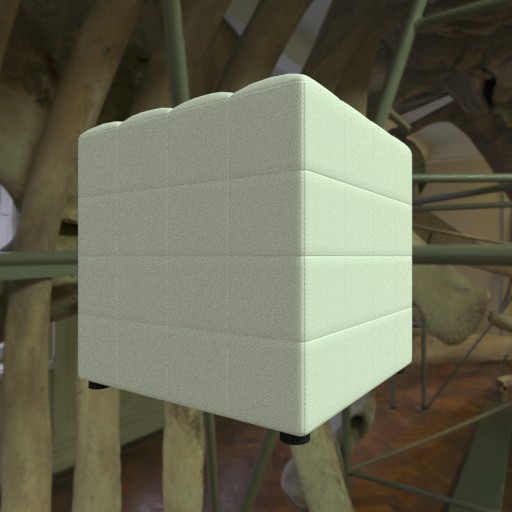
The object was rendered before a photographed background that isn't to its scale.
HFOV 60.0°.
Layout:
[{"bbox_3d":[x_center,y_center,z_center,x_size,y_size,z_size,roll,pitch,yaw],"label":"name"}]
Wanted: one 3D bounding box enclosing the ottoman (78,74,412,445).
[{"bbox_3d":[0.000,0.000,0.781,0.425,0.432,0.425,0,0,35],"label":"ottoman"}]
